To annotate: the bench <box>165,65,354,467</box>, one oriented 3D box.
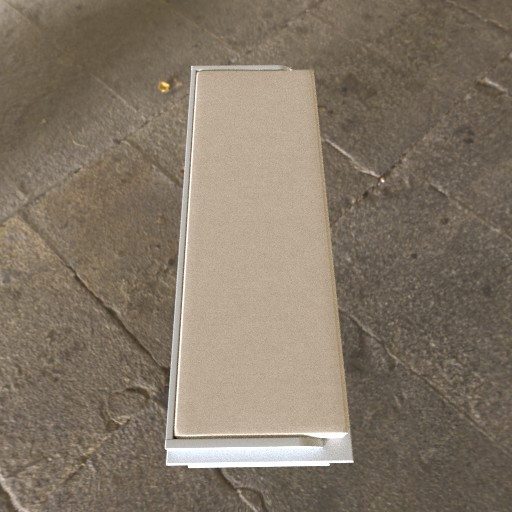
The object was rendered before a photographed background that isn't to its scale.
[{"bbox_3d":[0.000,0.000,1.386,0.402,0.486,1.185,-1,64,0],"label":"bench"}]
